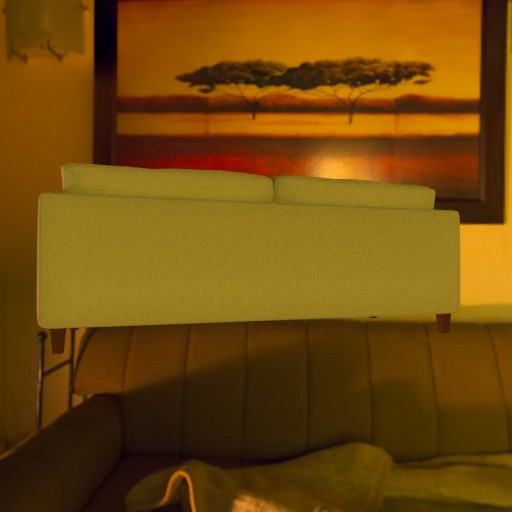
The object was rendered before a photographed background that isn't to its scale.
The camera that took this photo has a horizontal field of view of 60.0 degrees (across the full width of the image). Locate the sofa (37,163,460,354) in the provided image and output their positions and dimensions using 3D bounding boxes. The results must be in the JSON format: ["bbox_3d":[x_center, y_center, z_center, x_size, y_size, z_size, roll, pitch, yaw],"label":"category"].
[{"bbox_3d":[0.000,0.000,2.858,2.434,0.965,0.948,0,-1,-17],"label":"sofa"}]
